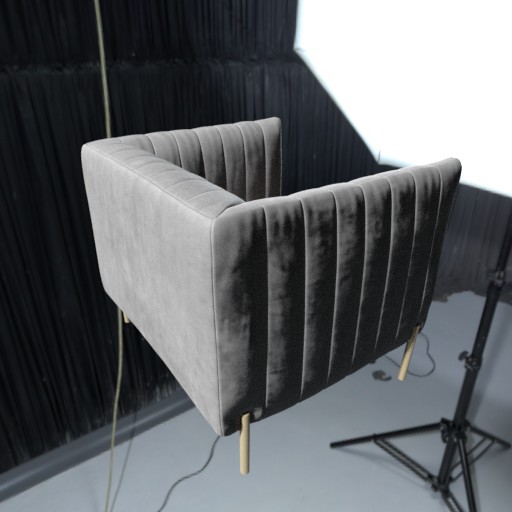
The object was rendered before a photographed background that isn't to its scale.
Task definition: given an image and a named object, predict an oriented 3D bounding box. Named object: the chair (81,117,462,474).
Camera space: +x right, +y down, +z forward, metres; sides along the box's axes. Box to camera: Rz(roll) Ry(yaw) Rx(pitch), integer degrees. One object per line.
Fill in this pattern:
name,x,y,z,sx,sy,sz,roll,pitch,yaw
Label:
chair,0.000,0.000,1.572,0.873,0.779,0.981,-18,31,-31
